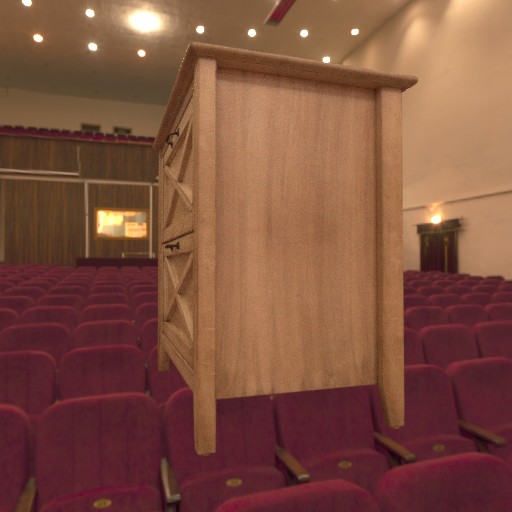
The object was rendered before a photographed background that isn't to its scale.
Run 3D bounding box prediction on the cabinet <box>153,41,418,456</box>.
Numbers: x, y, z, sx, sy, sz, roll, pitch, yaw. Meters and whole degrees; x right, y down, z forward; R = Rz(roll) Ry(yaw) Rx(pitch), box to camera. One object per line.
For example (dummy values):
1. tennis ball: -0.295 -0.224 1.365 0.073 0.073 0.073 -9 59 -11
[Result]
1. cabinet: 0.000 0.000 1.234 0.503 0.762 0.763 0 -1 -18
